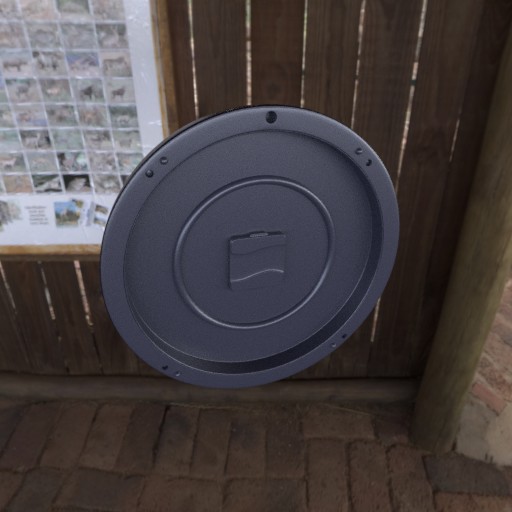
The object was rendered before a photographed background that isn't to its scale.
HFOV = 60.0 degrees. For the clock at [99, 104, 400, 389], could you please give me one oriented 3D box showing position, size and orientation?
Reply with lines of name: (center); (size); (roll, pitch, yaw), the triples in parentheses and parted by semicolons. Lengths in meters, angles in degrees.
clock: (0.000, 0.000, 0.450); (0.300, 0.300, 0.060); (-8, 28, -16)
